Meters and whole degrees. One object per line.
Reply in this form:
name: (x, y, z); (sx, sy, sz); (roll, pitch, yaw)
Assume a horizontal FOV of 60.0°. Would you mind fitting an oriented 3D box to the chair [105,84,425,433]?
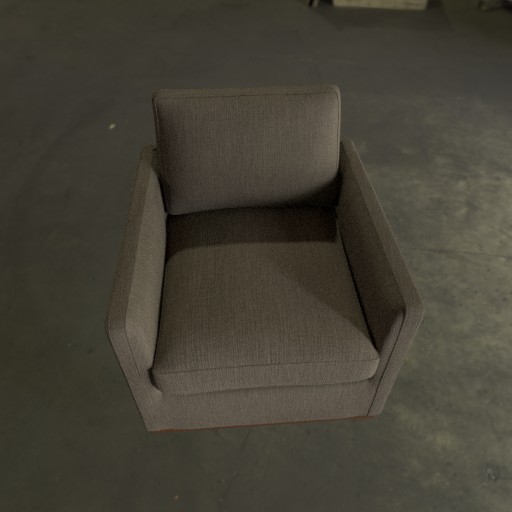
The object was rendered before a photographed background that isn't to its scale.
chair: (0.000, 0.000, 1.428); (0.763, 0.811, 0.834); (-3, 45, -3)
